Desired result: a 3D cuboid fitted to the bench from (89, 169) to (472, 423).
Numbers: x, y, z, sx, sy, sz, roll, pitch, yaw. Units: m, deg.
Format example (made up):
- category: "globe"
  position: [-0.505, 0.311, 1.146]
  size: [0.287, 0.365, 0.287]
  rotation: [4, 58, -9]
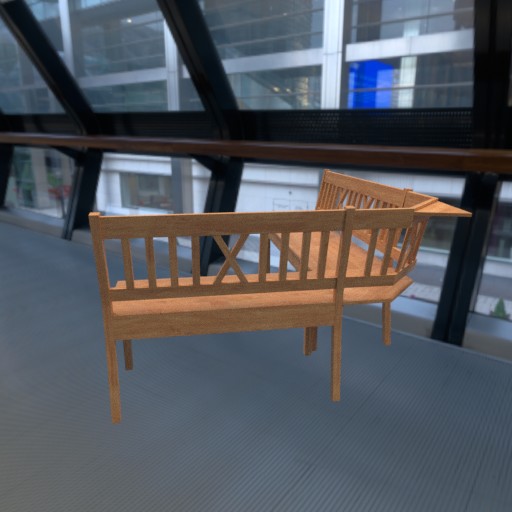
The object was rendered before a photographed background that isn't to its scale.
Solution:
- category: "bench"
  position: [0.000, 0.000, 2.747]
  size: [1.537, 0.902, 1.937]
  rotation: [-3, 16, -9]
